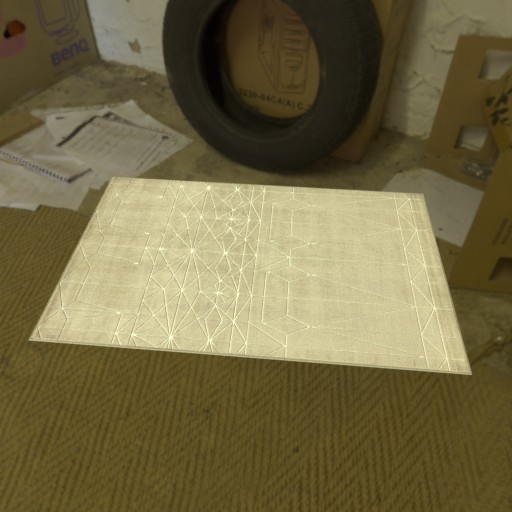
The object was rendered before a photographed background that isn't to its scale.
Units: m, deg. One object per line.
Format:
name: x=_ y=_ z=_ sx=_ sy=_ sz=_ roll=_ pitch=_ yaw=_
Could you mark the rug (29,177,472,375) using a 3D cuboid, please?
rug: x=0.000 y=0.000 z=2.947 sx=2.438 sy=0.012 sz=1.524 roll=4 pitch=47 yaw=3
